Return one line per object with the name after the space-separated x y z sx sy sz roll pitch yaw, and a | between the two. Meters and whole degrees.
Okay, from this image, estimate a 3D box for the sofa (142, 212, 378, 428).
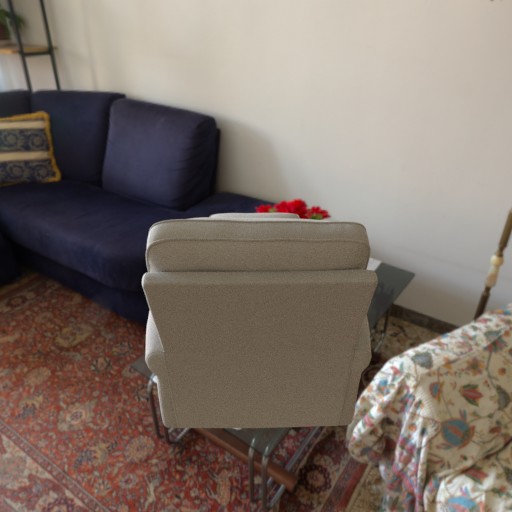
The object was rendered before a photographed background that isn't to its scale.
0.000 0.000 2.065 0.880 0.959 1.478 0 31 -1 | sofa
